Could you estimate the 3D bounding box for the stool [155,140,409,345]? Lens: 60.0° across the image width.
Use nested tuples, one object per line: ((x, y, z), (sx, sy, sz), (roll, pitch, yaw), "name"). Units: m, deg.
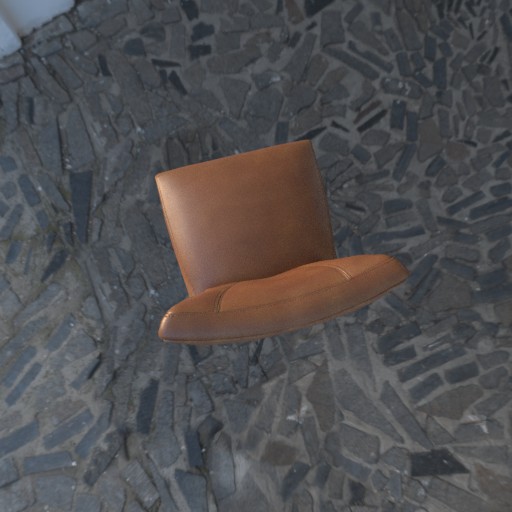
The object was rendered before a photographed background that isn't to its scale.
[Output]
((0.000, 0.000, 1.439), (0.522, 1.094, 0.585), (-14, 76, -4), "stool")
